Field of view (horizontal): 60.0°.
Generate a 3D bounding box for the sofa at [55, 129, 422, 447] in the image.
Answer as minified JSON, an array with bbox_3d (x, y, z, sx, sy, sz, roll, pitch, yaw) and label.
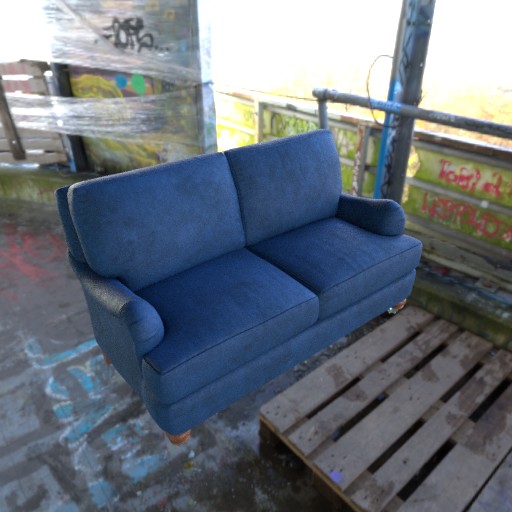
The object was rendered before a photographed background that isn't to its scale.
[{"bbox_3d":[0.000,0.000,2.559,1.853,1.101,1.084,-22,36,-33],"label":"sofa"}]
